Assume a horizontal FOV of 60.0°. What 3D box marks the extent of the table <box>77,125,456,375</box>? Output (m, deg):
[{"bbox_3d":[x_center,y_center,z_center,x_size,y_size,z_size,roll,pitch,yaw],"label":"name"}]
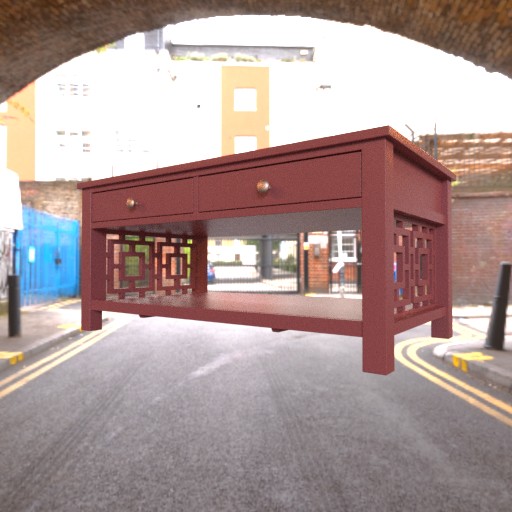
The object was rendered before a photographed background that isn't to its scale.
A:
[{"bbox_3d":[0.000,0.000,1.413,1.068,0.493,0.612,-1,-1,36],"label":"table"}]
